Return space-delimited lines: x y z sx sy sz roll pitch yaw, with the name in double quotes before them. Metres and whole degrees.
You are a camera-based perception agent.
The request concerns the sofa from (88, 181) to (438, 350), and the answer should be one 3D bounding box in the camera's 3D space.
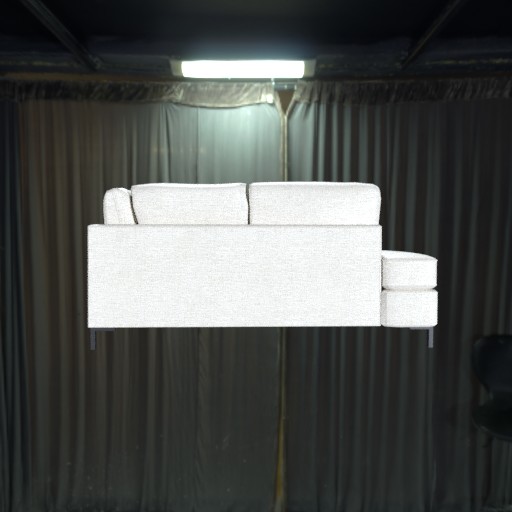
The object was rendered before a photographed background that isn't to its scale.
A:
"sofa" 0.000 0.000 4.233 2.048 0.996 3.384 0 2 -2
